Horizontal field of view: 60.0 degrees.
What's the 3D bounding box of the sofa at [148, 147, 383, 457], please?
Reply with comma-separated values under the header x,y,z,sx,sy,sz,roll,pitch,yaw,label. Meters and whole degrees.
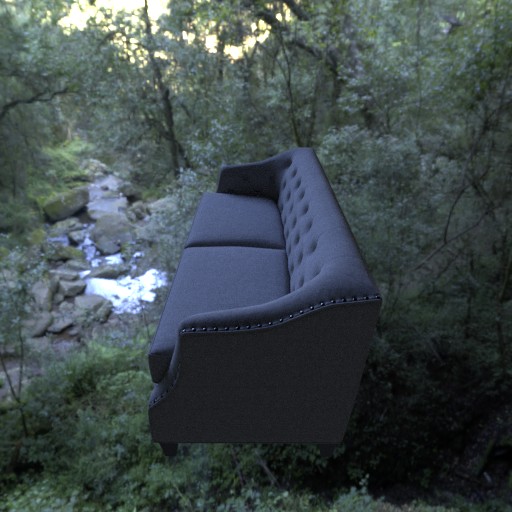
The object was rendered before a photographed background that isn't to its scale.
x,y,z,sx,sy,sz,roll,pitch,yaw,label
0.000,0.000,2.730,0.914,0.901,2.235,0,27,0,sofa
